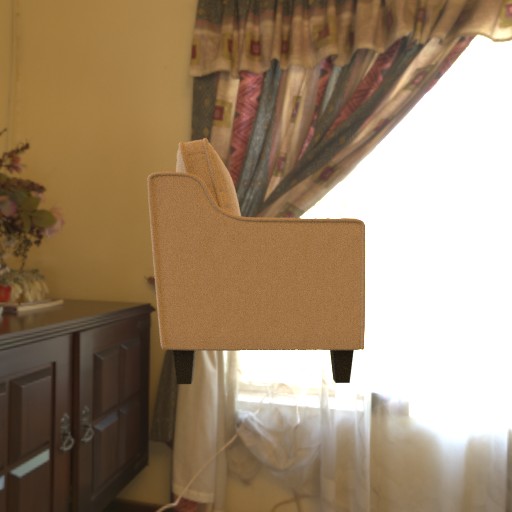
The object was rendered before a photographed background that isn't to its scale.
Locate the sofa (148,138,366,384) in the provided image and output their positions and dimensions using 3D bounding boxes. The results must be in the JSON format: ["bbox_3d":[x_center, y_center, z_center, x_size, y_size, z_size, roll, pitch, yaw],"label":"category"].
[{"bbox_3d":[0.000,0.000,2.580,0.791,0.902,2.131,0,0,-1],"label":"sofa"}]
